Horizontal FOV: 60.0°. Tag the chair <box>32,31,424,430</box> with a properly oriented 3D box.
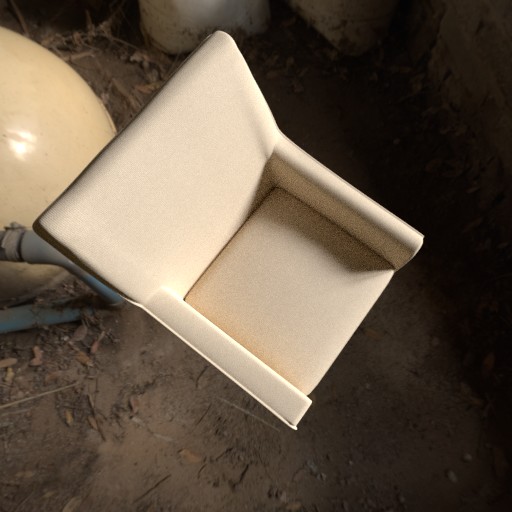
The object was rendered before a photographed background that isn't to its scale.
[{"bbox_3d":[0.000,0.000,1.570,0.899,0.919,0.780,36,78,9],"label":"chair"}]
